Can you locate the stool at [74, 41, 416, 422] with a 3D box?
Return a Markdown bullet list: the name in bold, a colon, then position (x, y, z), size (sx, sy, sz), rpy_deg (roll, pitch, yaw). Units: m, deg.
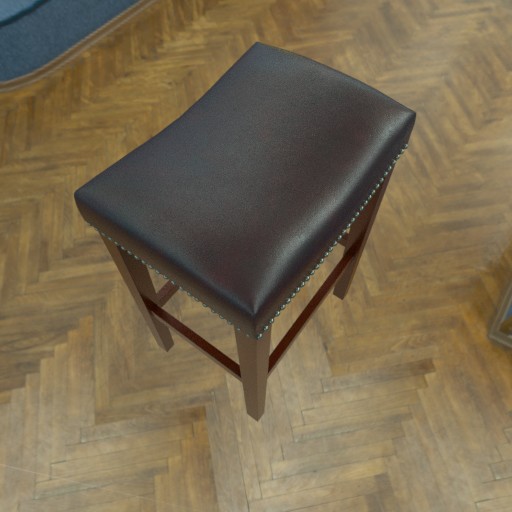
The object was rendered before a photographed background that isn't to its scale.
- **stool**: position (0.000, 0.000, 1.035), size (0.372, 0.742, 0.504), rpy_deg (32, 64, 18)
